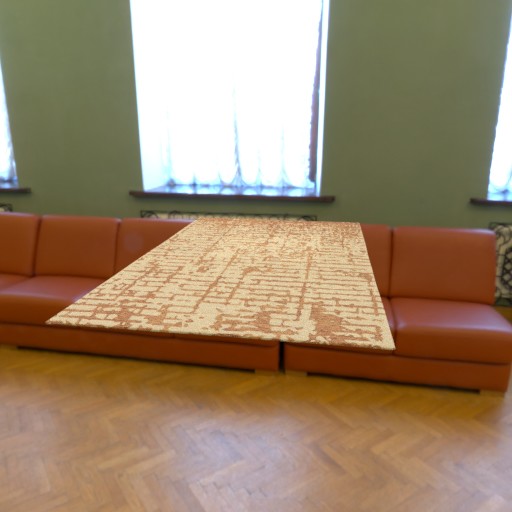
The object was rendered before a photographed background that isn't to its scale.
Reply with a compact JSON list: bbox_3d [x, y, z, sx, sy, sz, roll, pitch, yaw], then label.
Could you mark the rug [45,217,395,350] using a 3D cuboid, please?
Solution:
[{"bbox_3d":[0.000,0.000,3.019,1.517,0.011,2.435,3,16,9],"label":"rug"}]
